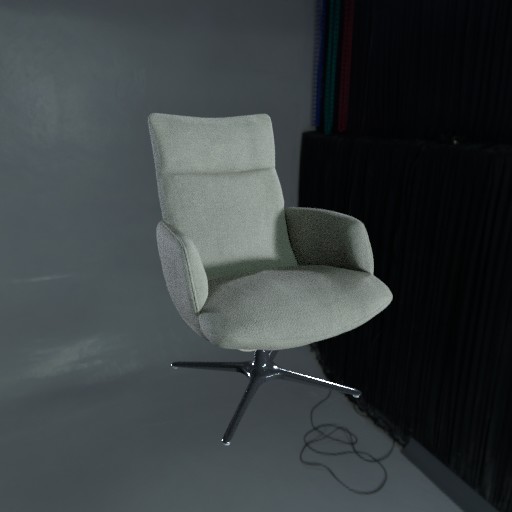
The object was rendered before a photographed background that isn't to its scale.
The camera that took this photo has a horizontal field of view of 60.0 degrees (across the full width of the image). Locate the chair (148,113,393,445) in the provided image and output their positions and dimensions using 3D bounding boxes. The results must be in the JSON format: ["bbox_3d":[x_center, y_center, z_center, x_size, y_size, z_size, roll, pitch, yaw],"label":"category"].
[{"bbox_3d":[0.000,0.000,1.648,0.711,1.016,0.889,-9,19,-27],"label":"chair"}]
